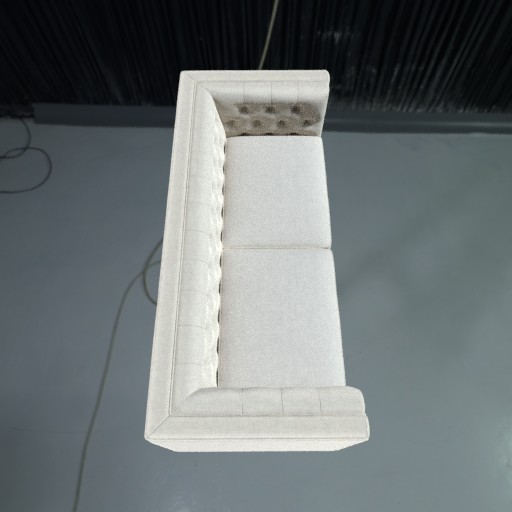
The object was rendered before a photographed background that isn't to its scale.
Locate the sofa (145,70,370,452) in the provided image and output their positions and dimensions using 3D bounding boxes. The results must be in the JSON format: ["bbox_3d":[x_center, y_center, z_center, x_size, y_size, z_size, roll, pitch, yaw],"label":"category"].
[{"bbox_3d":[0.000,0.000,2.230,0.775,0.762,1.778,0,63,0],"label":"sofa"}]
